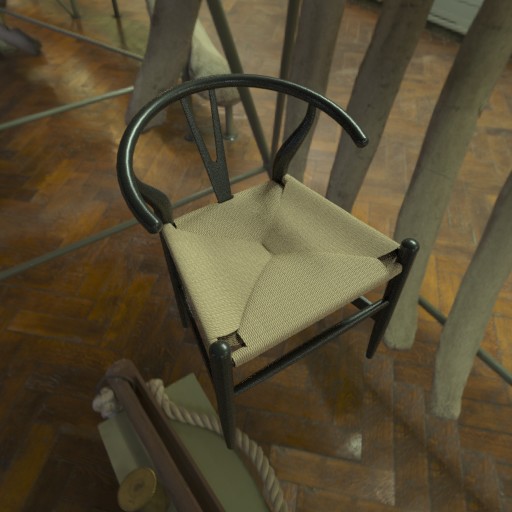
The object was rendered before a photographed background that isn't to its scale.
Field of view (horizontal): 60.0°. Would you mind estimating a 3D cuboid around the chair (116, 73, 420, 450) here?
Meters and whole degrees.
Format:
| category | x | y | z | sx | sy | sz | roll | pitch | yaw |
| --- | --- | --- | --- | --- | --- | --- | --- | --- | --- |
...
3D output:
| category | x | y | z | sx | sy | sz | roll | pitch | yaw |
| --- | --- | --- | --- | --- | --- | --- | --- | --- | --- |
| chair | 0.000 | 0.000 | 1.170 | 0.570 | 0.739 | 0.570 | -25 | 52 | -21 |
